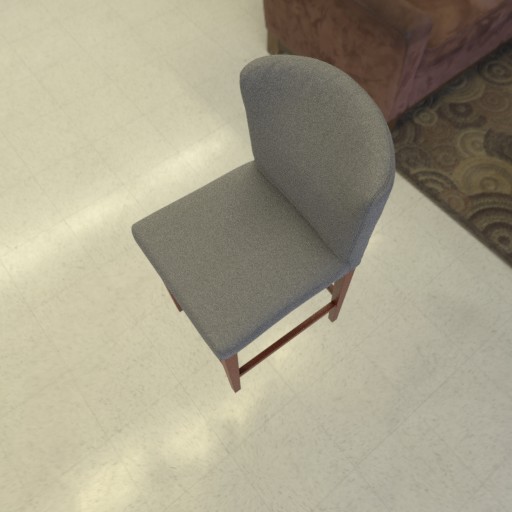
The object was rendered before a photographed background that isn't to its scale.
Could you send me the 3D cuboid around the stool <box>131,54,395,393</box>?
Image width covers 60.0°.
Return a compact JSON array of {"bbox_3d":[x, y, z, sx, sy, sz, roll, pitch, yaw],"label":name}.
[{"bbox_3d":[0.000,0.000,1.380,0.568,1.069,0.481,-33,68,-15],"label":"stool"}]
